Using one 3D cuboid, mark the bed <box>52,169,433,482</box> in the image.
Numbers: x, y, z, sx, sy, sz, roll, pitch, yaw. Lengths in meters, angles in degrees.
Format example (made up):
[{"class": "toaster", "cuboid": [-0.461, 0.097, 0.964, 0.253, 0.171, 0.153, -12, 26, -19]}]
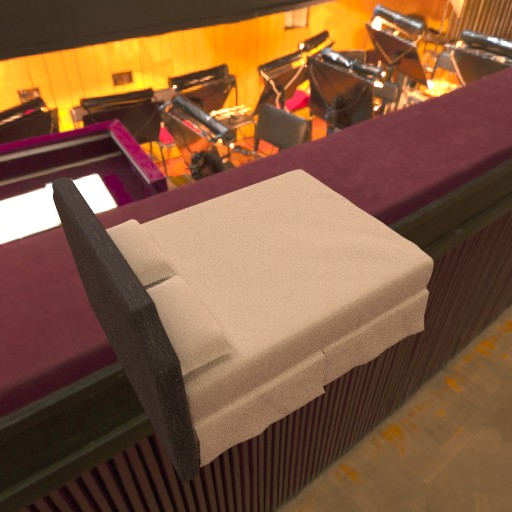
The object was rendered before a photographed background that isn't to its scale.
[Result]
[{"class": "bed", "cuboid": [0.000, 0.000, 3.098, 2.116, 1.290, 1.693, -23, 46, -25]}]
